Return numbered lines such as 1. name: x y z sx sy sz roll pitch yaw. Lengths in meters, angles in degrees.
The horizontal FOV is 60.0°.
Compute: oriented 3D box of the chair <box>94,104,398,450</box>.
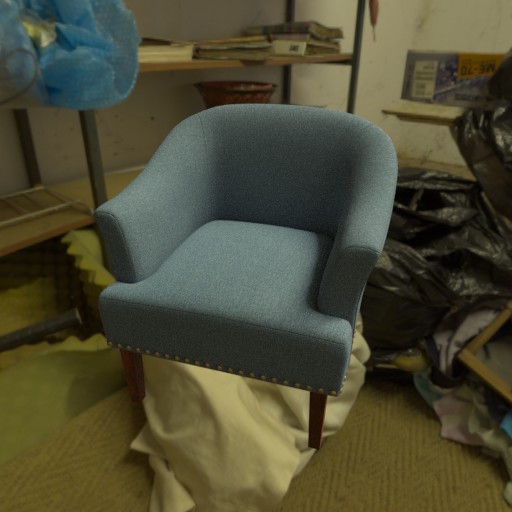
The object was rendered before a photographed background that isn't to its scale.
1. chair: 0.000 0.000 1.386 0.772 0.815 0.704 8 28 16
